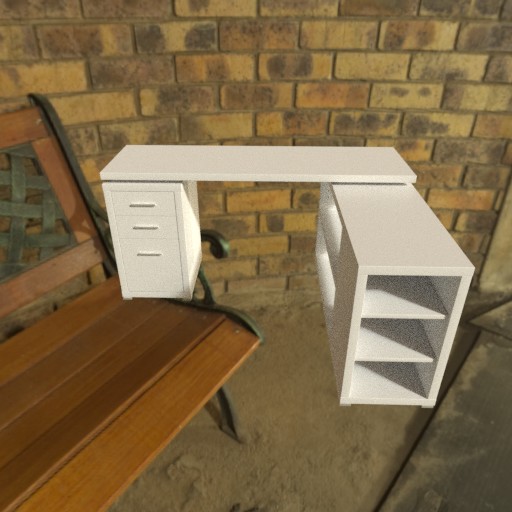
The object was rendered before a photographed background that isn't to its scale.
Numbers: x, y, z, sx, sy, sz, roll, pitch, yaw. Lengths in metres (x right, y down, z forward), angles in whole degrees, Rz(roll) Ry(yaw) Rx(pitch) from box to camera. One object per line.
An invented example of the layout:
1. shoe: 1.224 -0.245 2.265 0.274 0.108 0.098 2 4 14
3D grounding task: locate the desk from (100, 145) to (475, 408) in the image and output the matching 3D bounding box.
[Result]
1. desk: 0.000 0.000 2.202 1.524 0.753 1.200 1 30 1
